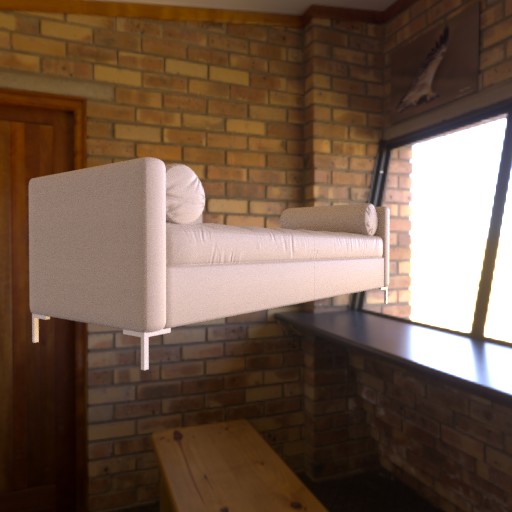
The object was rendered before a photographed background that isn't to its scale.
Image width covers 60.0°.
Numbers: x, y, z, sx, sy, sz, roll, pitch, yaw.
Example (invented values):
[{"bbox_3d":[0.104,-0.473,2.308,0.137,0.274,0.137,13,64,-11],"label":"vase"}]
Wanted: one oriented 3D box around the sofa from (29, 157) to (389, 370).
[{"bbox_3d":[0.000,0.000,2.269,0.686,0.635,1.981,1,1,37],"label":"sofa"}]
